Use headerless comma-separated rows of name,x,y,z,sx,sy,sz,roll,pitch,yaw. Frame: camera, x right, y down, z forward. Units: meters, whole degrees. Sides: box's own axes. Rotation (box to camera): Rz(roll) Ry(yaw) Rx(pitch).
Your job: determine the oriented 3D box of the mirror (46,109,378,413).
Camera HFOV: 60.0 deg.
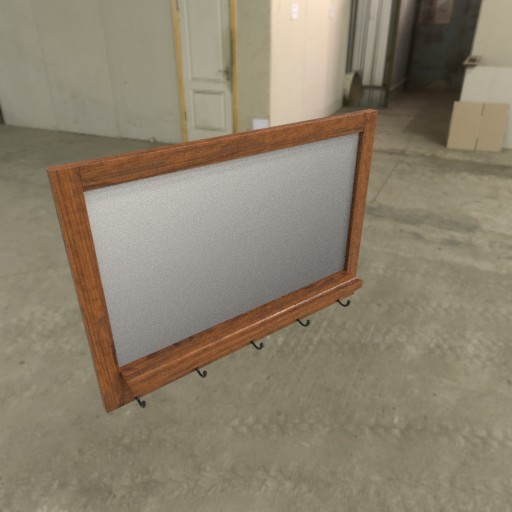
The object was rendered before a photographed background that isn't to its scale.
mirror,0.000,0.000,0.993,0.758,0.537,0.084,-20,35,-31
